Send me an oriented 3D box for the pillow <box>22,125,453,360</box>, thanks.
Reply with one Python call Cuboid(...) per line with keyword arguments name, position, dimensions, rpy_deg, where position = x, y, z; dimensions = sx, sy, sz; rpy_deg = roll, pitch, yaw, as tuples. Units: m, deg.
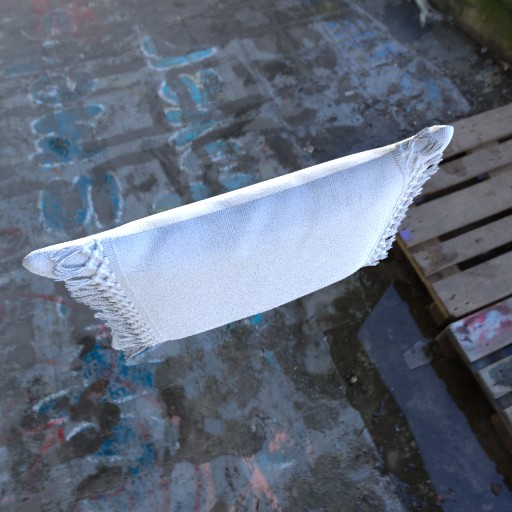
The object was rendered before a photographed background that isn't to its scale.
Cuboid(name="pillow", position=(0.000, 0.000, 0.577), dimensions=(0.466, 0.305, 0.084), rpy_deg=(-19, 64, -9))
